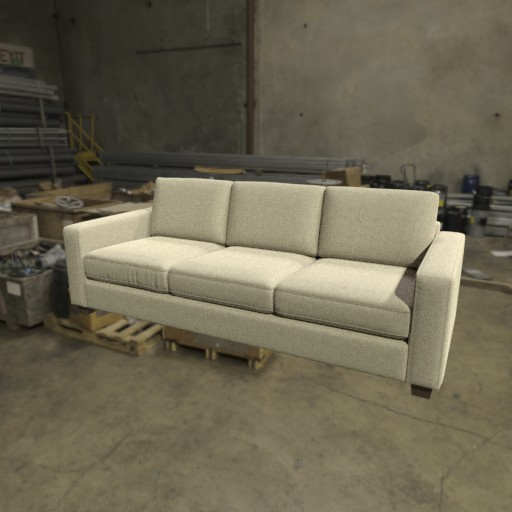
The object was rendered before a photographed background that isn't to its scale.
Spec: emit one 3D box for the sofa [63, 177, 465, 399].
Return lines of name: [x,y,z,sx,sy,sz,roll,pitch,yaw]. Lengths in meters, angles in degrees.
sofa: [0.000,0.000,2.585,2.160,0.800,0.900,8,17,26]
